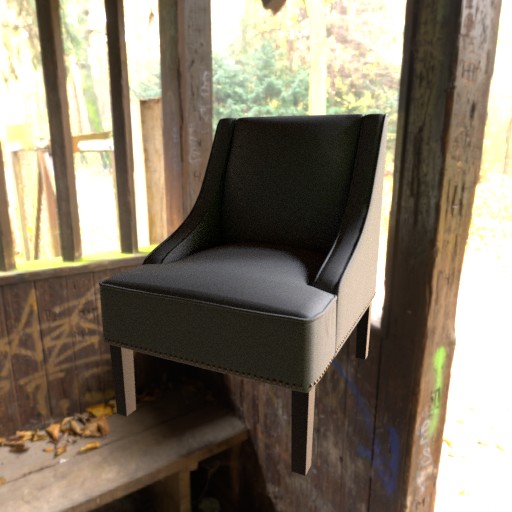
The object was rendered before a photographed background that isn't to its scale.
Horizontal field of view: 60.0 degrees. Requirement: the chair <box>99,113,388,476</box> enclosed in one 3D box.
[{"bbox_3d":[0.000,0.000,1.373,0.631,0.867,0.747,7,16,25],"label":"chair"}]
